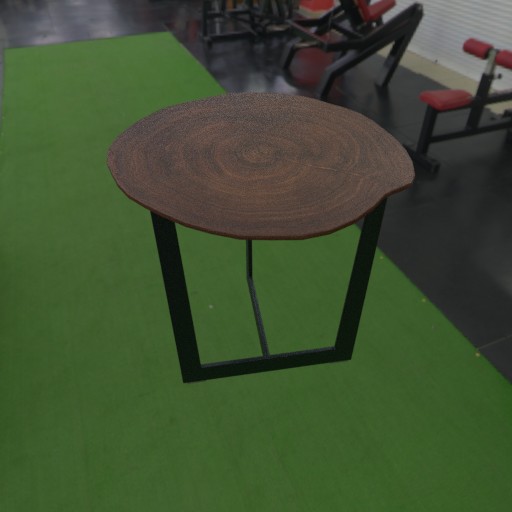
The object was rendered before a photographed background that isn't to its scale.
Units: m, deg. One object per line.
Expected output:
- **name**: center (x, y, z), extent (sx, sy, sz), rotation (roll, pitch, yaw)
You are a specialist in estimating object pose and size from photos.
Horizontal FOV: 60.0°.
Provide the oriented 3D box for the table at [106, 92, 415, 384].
- **table**: center (0.000, 0.000, 0.889), extent (0.477, 0.476, 0.494), rotation (-13, 42, -15)
